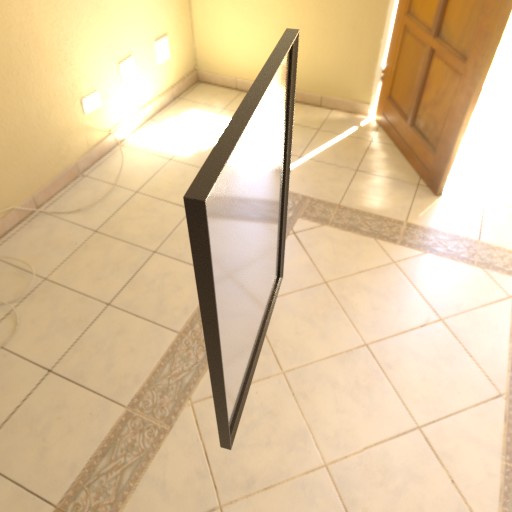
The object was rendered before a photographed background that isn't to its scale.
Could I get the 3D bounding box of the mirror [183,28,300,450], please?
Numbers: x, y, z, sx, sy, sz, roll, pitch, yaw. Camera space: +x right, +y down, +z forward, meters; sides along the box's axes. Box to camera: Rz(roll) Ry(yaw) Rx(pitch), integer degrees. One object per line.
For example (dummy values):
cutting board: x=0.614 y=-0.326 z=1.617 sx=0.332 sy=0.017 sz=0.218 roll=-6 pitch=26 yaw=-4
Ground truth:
mirror: x=0.000 y=0.000 z=1.313 sx=0.041 sy=1.016 sz=0.762 roll=11 pitch=47 yaw=10
